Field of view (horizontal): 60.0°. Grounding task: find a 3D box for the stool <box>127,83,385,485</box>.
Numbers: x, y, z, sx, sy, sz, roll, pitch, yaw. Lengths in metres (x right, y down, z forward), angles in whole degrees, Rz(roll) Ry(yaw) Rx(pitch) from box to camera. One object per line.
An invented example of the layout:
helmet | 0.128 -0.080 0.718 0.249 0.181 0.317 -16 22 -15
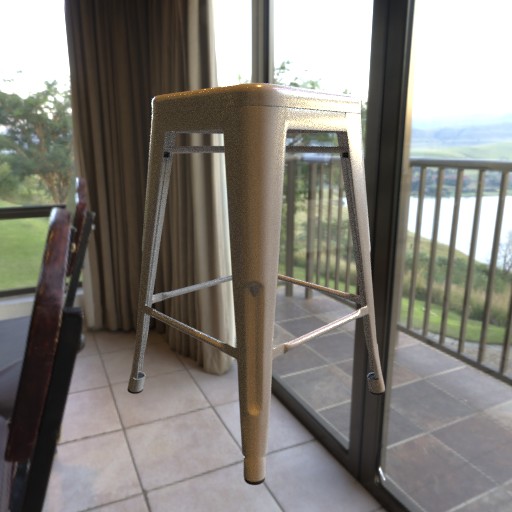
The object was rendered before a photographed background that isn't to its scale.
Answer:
stool | 0.000 0.000 0.893 0.406 0.610 0.406 -13 19 -43
